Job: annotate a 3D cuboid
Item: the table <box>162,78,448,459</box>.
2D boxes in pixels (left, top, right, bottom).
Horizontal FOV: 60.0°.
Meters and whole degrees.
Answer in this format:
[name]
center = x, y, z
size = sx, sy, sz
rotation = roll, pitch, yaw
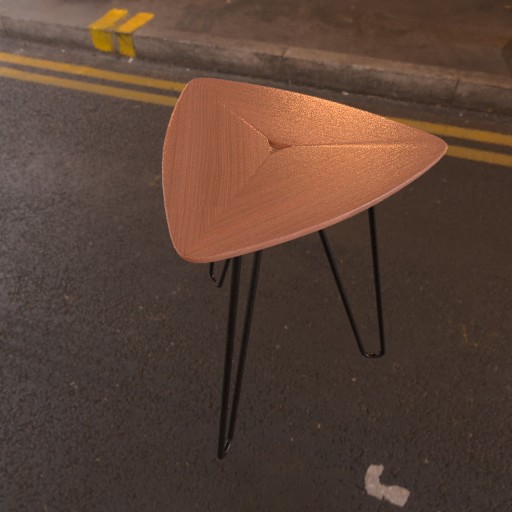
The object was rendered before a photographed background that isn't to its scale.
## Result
[table]
center = 0.000, 0.000, 0.878
size = 0.442, 0.564, 0.455
rotation = -25, 51, -22
